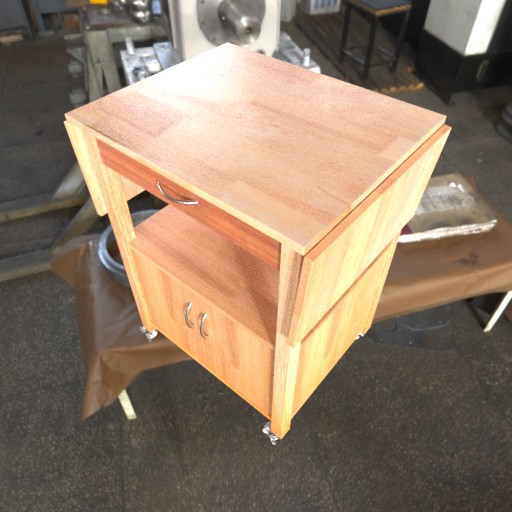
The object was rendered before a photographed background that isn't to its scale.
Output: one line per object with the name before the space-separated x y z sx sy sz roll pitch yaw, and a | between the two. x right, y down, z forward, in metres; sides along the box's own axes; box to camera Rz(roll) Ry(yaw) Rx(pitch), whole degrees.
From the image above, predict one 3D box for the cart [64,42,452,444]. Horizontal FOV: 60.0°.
cart | 0.000 0.000 1.212 0.640 0.838 0.508 31 54 26
